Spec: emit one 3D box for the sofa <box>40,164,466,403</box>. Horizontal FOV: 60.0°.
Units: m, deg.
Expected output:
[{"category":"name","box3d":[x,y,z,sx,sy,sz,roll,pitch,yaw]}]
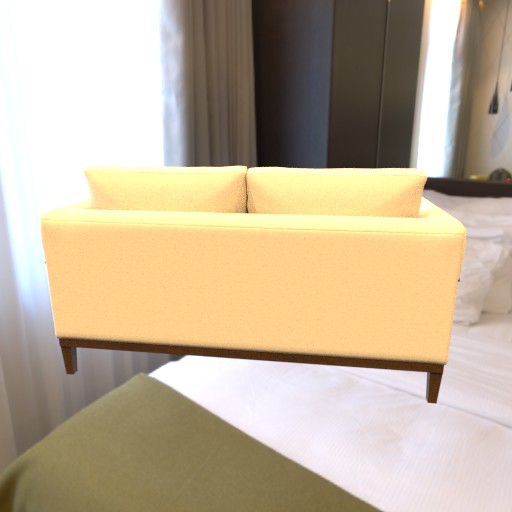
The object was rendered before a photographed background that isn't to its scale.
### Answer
[{"category":"sofa","box3d":[0.000,0.000,2.088,1.598,0.873,0.905,2,16,8]}]
